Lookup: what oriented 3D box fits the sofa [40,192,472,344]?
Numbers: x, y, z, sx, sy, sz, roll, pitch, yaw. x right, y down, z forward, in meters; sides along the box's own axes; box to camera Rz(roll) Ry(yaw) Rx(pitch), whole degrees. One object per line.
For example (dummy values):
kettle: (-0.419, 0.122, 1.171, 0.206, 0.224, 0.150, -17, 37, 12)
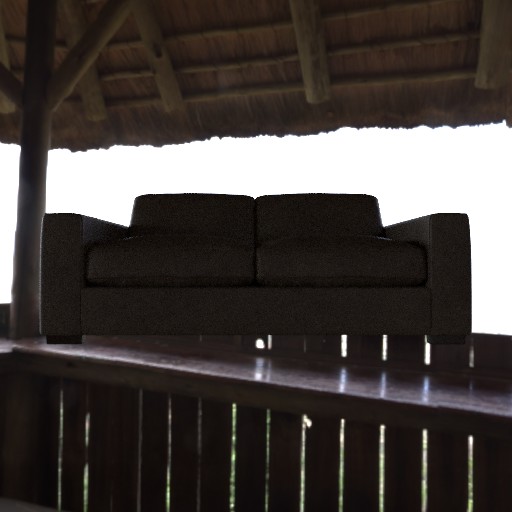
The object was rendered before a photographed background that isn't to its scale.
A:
sofa: (0.000, 0.000, 2.459, 1.920, 0.800, 1.070, 0, -1, 0)
